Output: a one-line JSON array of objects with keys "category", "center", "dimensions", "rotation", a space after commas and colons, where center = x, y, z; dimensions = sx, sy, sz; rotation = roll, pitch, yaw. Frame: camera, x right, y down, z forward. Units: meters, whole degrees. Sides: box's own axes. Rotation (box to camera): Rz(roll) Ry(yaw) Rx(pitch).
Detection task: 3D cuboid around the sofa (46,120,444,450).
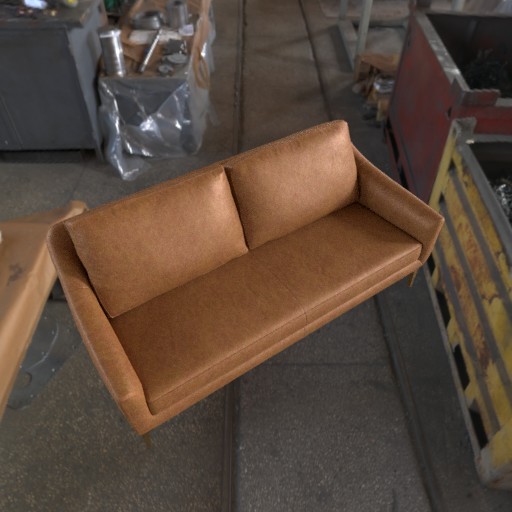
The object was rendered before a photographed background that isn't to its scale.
[{"category": "sofa", "center": [0.000, 0.000, 2.556], "dimensions": [2.036, 0.945, 0.981], "rotation": [-26, 51, -23]}]
